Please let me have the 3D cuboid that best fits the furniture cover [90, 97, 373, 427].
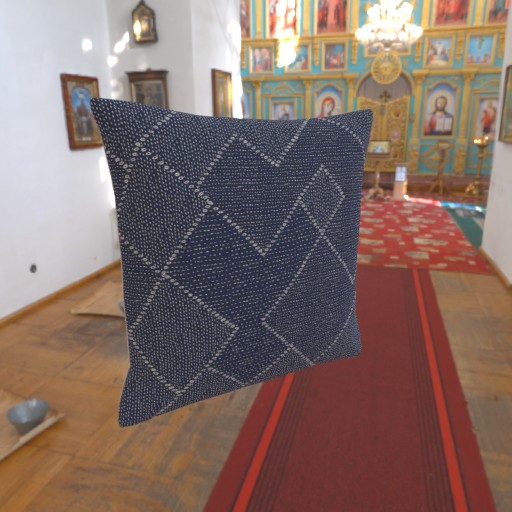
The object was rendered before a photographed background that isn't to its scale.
[{"bbox_3d":[0.000,0.000,0.771,0.511,0.503,0.162,-9,18,-28],"label":"furniture cover"}]
